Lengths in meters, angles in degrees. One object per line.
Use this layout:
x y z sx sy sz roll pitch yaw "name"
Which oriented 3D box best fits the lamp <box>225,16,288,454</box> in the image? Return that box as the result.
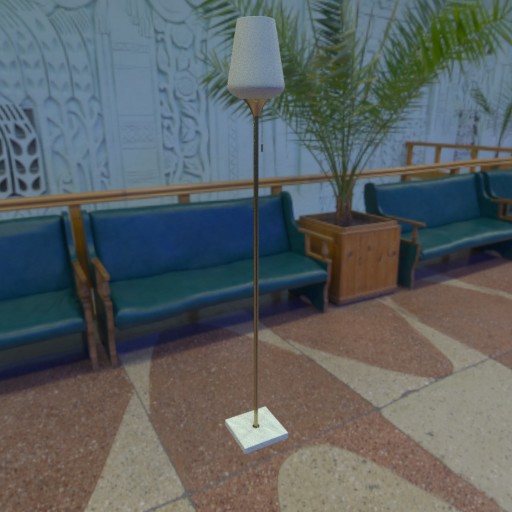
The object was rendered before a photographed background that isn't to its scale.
0.000 0.000 1.900 0.232 1.813 0.229 -9 20 -26 "lamp"
